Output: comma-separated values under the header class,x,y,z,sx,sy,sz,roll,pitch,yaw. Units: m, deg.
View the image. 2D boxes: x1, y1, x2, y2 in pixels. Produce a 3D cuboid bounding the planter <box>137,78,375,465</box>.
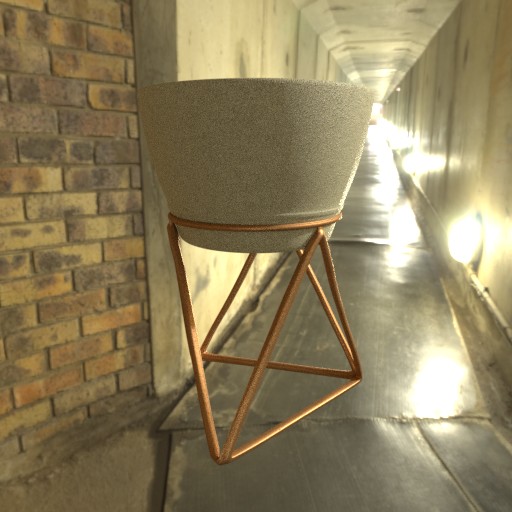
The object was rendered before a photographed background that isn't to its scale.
class,x,y,z,sx,sy,sz,roll,pitch,yaw
planter,0.000,0.000,0.733,0.350,0.504,0.350,-13,19,-42
